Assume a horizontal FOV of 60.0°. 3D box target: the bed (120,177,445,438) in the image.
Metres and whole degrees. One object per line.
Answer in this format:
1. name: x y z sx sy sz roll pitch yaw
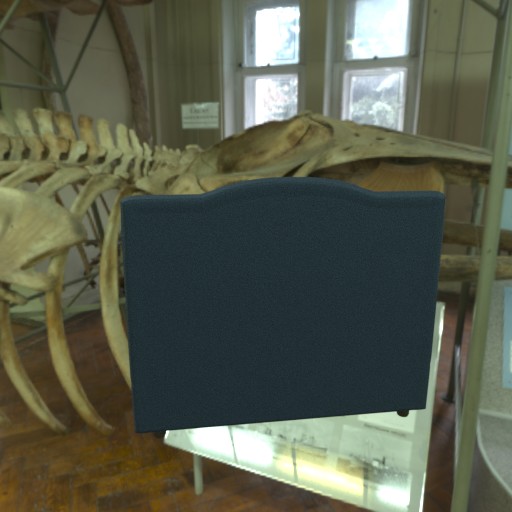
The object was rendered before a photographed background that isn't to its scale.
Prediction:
1. bed: 0.000 0.000 3.575 1.741 1.441 2.507 -2 15 -8
